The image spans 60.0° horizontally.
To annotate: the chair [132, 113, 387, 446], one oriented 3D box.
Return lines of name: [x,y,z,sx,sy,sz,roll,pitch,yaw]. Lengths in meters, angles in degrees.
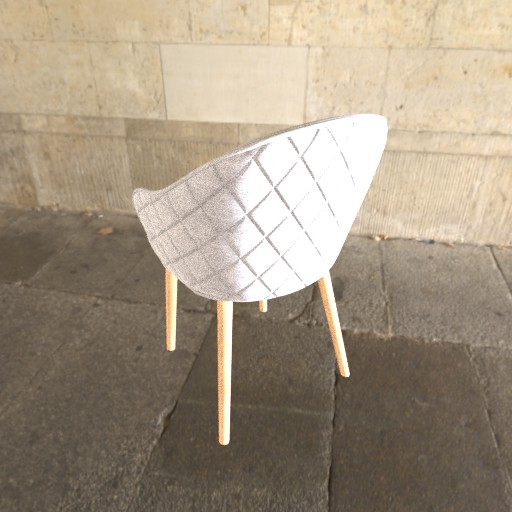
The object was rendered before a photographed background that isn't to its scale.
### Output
chair: [0.000,0.000,1.143,0.540,0.800,0.530,-19,36,-28]
